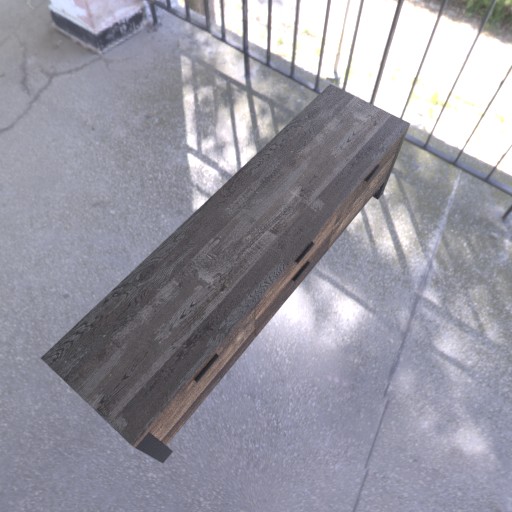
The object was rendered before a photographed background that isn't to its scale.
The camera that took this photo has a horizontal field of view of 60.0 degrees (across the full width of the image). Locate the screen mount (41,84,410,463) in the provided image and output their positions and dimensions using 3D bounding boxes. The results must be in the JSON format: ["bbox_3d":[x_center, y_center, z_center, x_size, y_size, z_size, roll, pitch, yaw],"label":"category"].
[{"bbox_3d":[0.000,0.000,1.724,0.395,0.450,1.524,34,65,18],"label":"screen mount"}]
